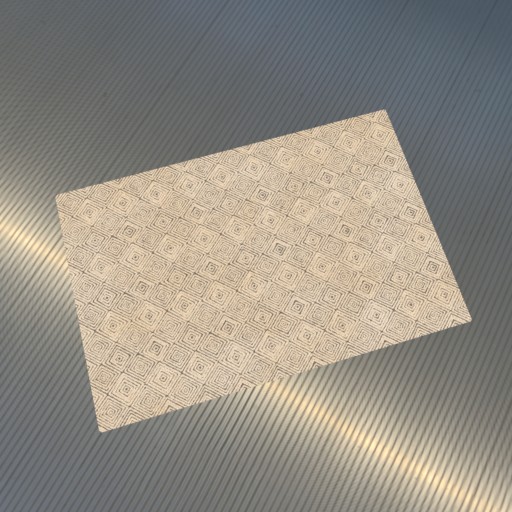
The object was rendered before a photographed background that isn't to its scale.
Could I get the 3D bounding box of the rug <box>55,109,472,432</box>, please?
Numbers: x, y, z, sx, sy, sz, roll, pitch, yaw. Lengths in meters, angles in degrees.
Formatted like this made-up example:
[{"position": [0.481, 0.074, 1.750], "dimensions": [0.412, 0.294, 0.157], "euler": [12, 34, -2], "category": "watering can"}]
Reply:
[{"position": [0.000, 0.000, 2.173], "dimensions": [1.783, 0.008, 1.175], "euler": [-16, 76, -4], "category": "rug"}]
